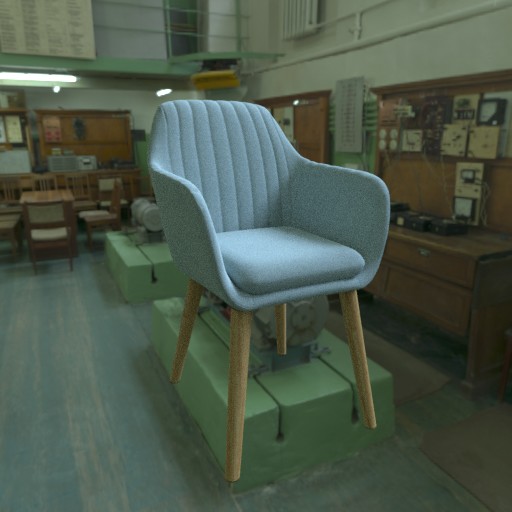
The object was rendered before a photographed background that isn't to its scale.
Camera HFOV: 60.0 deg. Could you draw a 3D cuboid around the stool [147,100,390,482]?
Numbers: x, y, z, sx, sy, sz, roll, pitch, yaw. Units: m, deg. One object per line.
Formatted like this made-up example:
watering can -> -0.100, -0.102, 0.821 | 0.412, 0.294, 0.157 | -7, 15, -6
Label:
stool -> 0.000, 0.000, 1.200 | 0.503, 0.830, 0.590 | -8, 17, -26
